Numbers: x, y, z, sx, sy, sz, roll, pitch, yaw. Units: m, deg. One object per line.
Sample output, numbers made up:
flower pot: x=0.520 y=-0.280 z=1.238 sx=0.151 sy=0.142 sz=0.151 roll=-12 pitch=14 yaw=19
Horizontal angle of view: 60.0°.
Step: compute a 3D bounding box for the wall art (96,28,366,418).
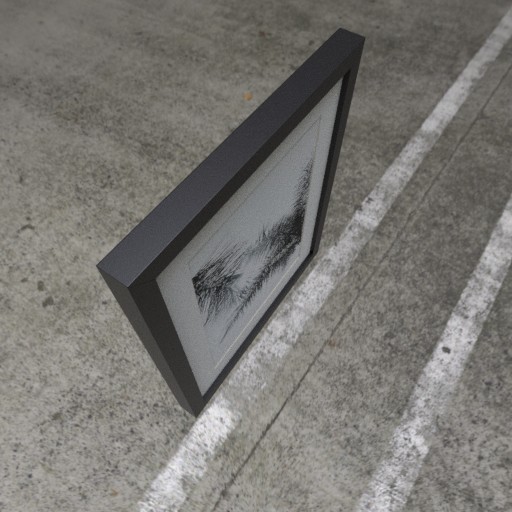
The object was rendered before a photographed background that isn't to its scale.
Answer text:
wall art: x=0.000 y=0.000 z=0.515 sx=0.028 sy=0.380 sz=0.325 roll=30 pitch=63 yaw=17
